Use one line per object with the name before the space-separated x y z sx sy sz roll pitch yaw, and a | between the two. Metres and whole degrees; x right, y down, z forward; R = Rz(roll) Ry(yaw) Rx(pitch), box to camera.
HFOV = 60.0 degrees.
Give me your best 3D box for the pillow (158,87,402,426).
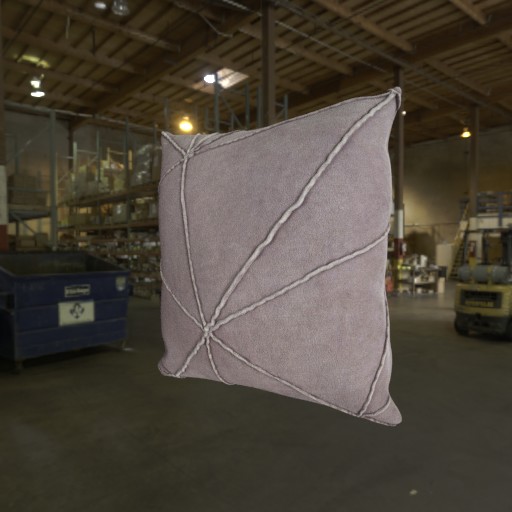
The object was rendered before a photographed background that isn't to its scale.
pillow | 0.000 0.000 0.678 0.439 0.440 0.185 1 1 35
